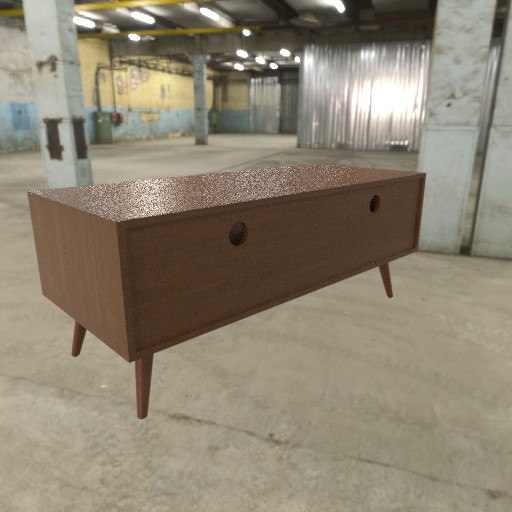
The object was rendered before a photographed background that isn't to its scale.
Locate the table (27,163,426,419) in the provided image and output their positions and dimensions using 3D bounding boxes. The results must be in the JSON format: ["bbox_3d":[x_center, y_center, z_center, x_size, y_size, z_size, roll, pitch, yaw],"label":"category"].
[{"bbox_3d":[0.000,0.000,1.371,1.119,0.464,0.490,-15,23,-41],"label":"table"}]
